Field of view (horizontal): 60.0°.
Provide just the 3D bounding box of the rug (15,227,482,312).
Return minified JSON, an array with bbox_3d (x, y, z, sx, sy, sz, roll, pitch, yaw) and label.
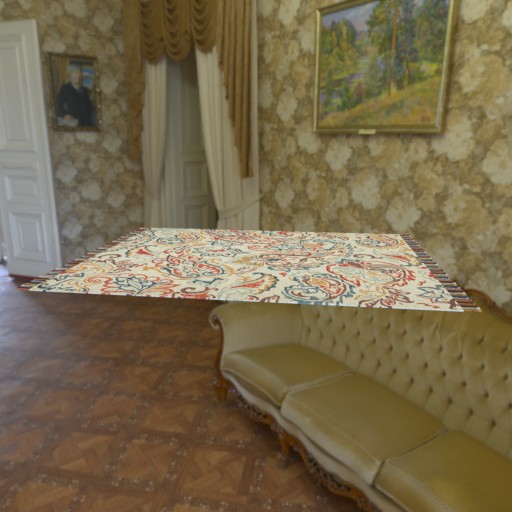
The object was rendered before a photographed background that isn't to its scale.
[{"bbox_3d":[0.000,0.000,4.229,3.274,0.015,2.439,2,15,8],"label":"rug"}]
